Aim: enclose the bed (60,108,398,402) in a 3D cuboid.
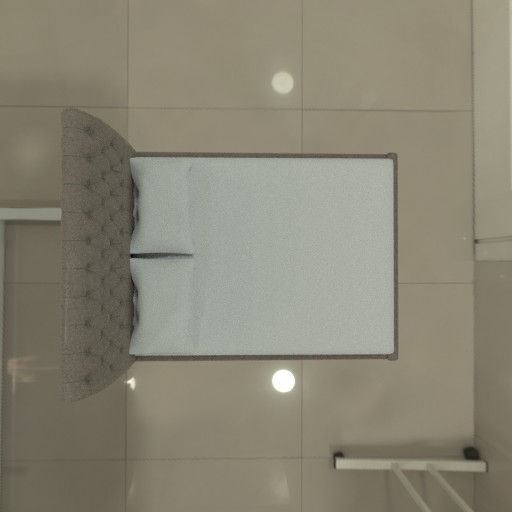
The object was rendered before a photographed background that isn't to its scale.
[{"bbox_3d":[0.000,0.000,3.173,2.252,1.371,1.645,0,89,-1],"label":"bed"}]
